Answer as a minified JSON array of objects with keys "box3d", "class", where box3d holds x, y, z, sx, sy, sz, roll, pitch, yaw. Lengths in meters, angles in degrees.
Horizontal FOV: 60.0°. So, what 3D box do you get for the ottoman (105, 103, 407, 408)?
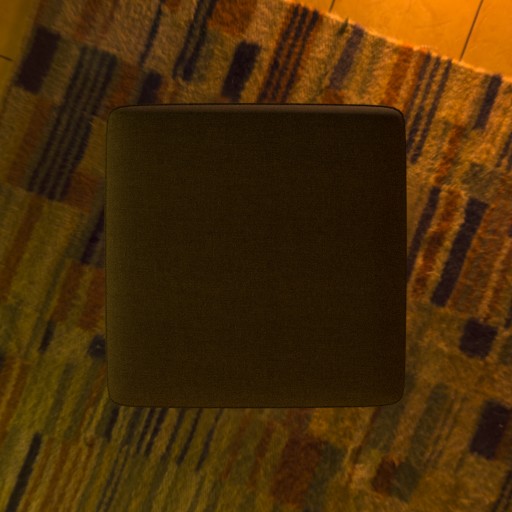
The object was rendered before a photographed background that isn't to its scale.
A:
[{"box3d":[0.000,0.000,1.725,1.067,0.559,1.067,0,91,0],"class":"ottoman"}]
